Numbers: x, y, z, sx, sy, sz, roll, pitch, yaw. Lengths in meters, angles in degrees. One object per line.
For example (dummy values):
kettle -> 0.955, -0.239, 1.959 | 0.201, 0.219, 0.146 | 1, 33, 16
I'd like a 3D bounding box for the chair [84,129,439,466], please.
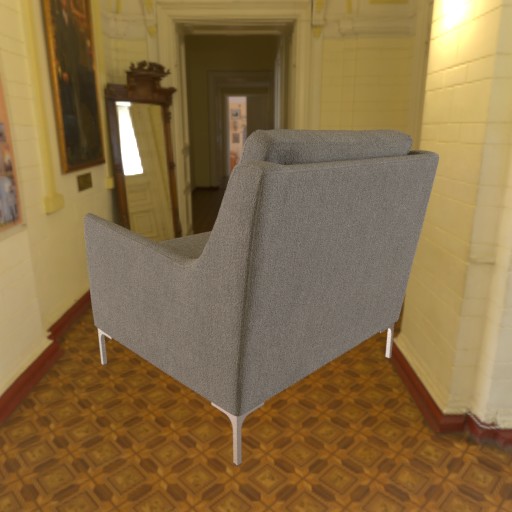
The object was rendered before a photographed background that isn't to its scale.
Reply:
chair -> 0.000, 0.000, 1.508 | 0.849, 0.828, 0.847 | 15, 22, 43
